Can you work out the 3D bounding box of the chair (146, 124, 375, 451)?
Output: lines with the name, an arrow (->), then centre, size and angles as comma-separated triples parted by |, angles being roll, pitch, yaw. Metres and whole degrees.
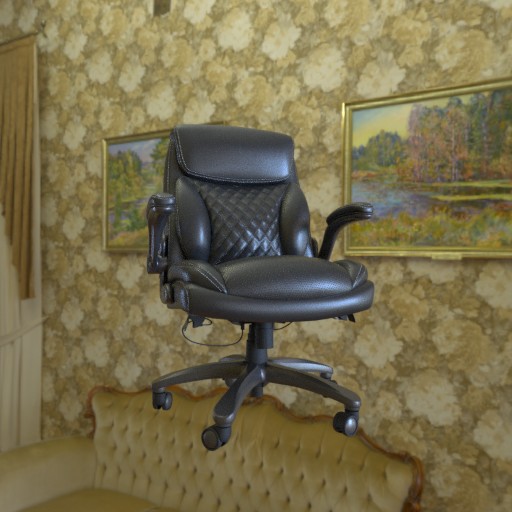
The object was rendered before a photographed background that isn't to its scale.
chair -> 0.000, 0.000, 1.619 | 0.782, 1.110, 0.724 | 0, -1, -18
